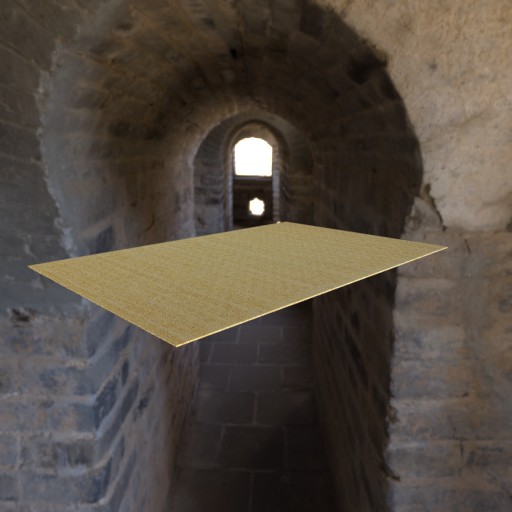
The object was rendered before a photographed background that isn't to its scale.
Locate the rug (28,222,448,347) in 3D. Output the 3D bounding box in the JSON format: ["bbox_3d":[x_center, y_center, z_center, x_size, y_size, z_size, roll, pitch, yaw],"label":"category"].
[{"bbox_3d":[0.000,0.000,2.871,2.286,0.006,1.524,-13,19,-43],"label":"rug"}]
